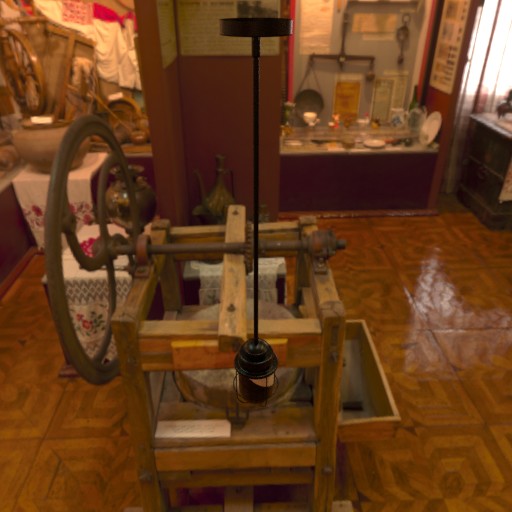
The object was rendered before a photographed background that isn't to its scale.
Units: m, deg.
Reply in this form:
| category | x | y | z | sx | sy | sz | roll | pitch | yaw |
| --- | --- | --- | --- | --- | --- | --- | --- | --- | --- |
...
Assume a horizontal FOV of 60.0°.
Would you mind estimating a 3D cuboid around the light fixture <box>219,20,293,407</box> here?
| category | x | y | z | sx | sy | sz | roll | pitch | yaw |
| --- | --- | --- | --- | --- | --- | --- | --- | --- | --- |
| light fixture | 0.000 | 0.000 | 0.976 | 0.123 | 0.920 | 0.123 | 0 | 31 | 0 |
